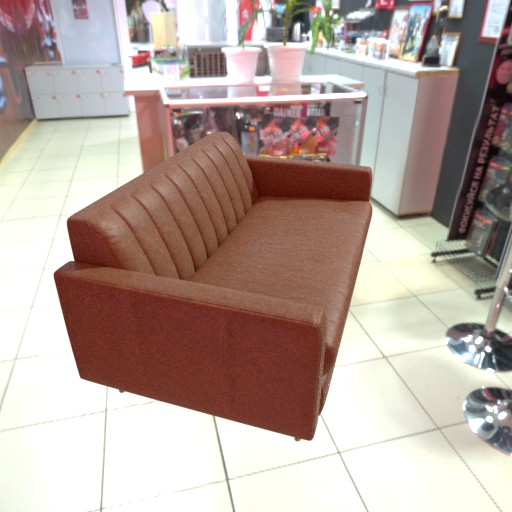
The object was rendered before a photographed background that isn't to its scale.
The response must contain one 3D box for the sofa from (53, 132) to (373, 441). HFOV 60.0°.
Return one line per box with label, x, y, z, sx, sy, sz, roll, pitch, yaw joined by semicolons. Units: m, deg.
sofa;0.000;0.000;2.105;0.960;0.820;1.549;9;30;16
